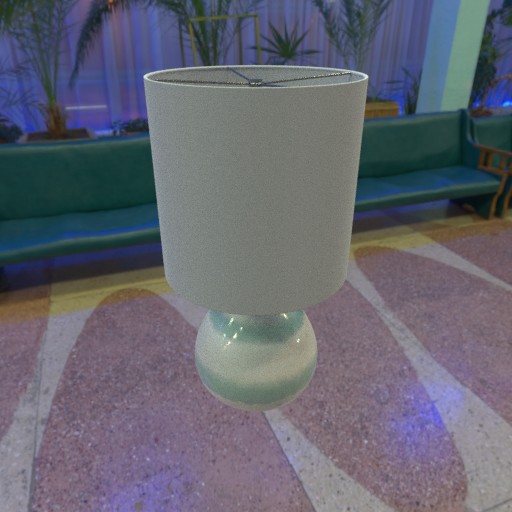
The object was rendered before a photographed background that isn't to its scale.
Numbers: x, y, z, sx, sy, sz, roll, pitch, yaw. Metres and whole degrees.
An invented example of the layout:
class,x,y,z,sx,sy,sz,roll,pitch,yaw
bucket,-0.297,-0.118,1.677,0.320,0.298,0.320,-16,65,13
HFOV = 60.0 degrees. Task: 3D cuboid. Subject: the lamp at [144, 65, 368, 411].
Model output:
class,x,y,z,sx,sy,sz,roll,pitch,yaw
lamp,0.000,0.000,0.530,0.217,0.404,0.217,-9,29,-16
